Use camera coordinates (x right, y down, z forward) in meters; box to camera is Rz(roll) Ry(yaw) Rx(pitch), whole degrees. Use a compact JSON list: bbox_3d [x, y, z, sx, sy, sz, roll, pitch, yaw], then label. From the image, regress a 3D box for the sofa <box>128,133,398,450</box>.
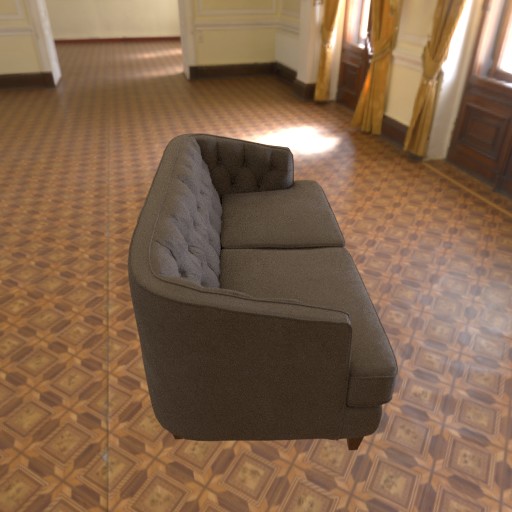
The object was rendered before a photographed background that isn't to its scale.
[{"bbox_3d":[0.000,0.000,2.225,0.941,0.855,1.733,-1,32,-2],"label":"sofa"}]
